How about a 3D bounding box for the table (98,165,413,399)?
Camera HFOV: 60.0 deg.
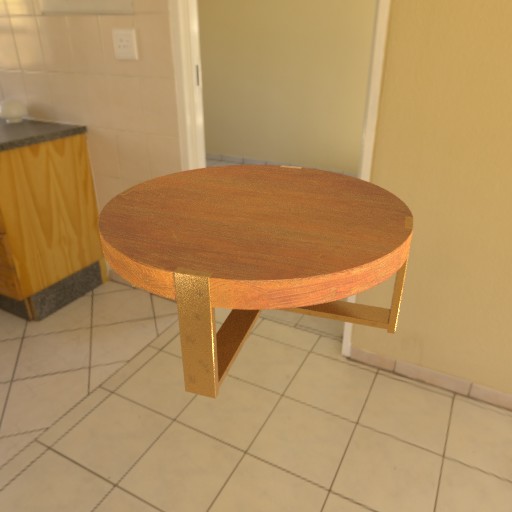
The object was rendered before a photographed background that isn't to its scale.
[{"bbox_3d":[0.000,0.000,1.720,1.100,0.420,1.100,0,27,0],"label":"table"}]
